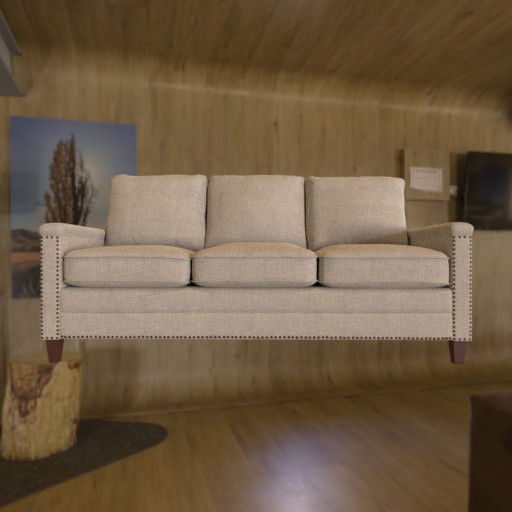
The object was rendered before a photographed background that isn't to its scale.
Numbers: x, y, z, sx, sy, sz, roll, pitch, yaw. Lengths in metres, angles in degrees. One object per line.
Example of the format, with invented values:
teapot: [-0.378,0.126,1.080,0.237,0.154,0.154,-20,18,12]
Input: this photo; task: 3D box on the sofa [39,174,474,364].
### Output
sofa: [0.000,0.000,2.343,1.925,0.959,0.828,0,0,1]
